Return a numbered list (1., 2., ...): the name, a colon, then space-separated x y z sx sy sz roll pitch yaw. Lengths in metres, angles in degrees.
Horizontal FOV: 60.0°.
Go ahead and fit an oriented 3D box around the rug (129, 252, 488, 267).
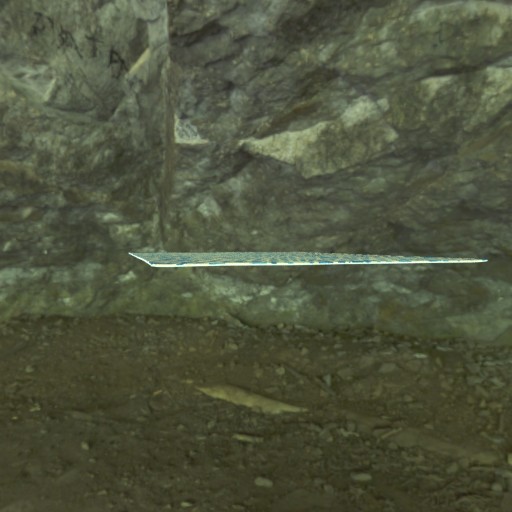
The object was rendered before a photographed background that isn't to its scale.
1. rug: 0.000 0.000 2.300 1.209 0.011 1.830 0 2 -18
